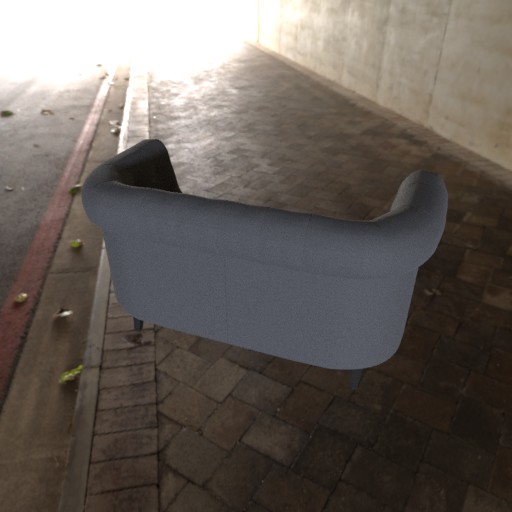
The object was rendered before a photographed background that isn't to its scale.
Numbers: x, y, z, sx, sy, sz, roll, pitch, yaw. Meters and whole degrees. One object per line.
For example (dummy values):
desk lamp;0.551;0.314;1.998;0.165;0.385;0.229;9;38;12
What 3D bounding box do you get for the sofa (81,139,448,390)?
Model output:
sofa;0.000;0.000;2.087;1.558;0.827;0.835;11;33;17
